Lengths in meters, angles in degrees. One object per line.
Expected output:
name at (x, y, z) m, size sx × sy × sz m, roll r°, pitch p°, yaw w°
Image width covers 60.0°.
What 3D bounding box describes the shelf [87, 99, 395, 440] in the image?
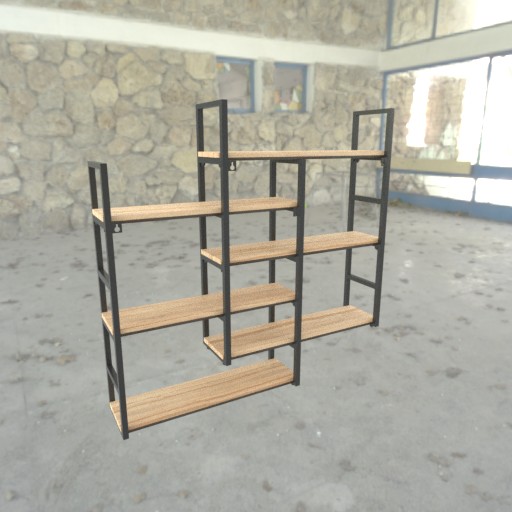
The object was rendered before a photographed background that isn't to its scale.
shelf at (0.000, 0.000, 1.418) m, size 0.946 × 0.921 × 0.183 m, roll -8°, pitch 16°, yaw -28°
